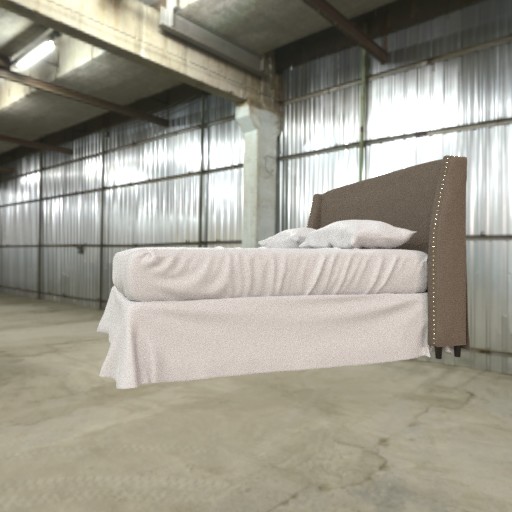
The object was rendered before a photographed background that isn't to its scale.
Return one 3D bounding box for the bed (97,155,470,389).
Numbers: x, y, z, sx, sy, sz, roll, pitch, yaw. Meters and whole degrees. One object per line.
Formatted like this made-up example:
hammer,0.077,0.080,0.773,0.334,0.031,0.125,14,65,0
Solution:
bed,0.000,0.000,3.384,2.276,1.332,1.925,0,0,-20
